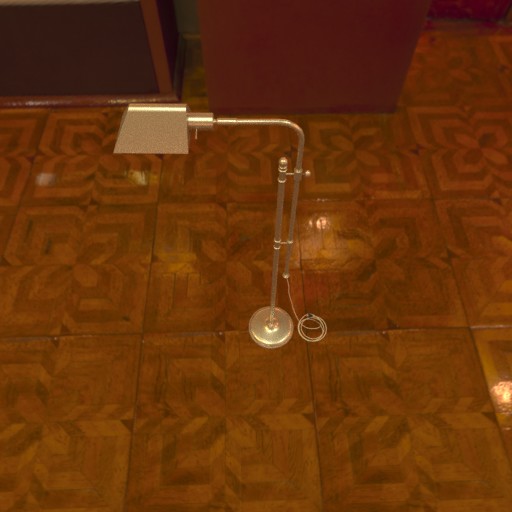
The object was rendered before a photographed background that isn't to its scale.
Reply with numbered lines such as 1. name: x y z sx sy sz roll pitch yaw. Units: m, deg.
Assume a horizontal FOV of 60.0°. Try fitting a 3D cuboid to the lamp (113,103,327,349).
1. lamp: 0.000 0.000 1.889 0.813 1.571 0.256 1 58 0
